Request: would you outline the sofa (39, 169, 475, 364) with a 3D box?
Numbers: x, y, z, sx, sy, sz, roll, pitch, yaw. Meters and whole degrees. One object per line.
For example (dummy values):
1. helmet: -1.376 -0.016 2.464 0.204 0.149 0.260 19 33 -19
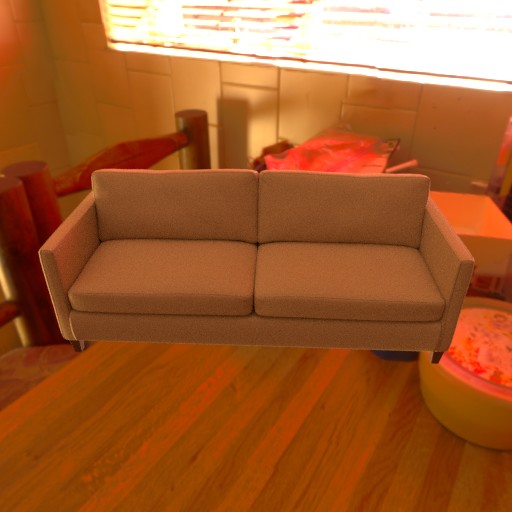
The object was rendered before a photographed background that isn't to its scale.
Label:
1. sofa: 0.000 0.000 2.873 2.361 0.968 0.951 1 31 2
